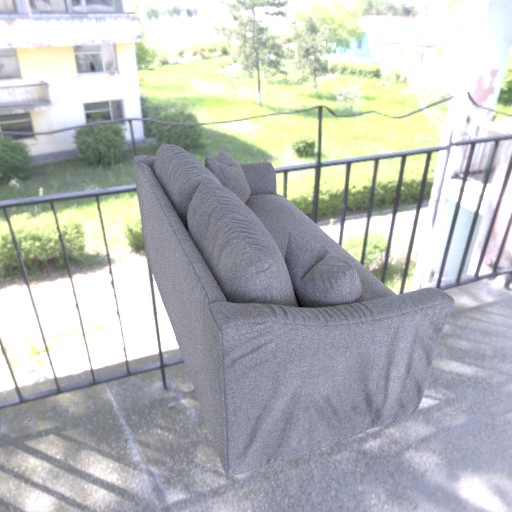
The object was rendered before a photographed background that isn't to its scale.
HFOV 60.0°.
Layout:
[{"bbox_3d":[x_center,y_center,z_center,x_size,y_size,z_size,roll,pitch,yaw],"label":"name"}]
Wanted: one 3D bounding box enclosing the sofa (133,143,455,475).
[{"bbox_3d":[0.000,0.000,2.596,1.072,1.018,2.010,-11,32,-19],"label":"sofa"}]
